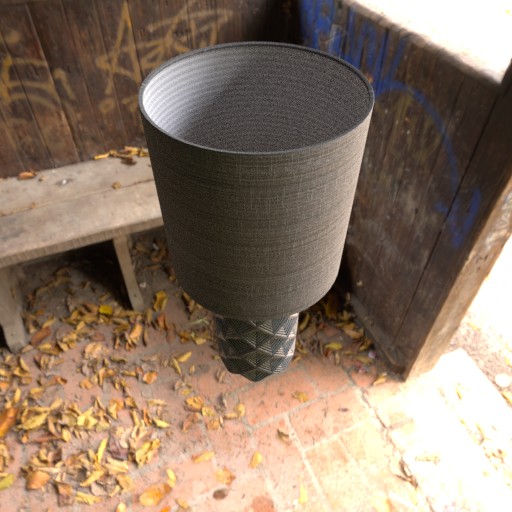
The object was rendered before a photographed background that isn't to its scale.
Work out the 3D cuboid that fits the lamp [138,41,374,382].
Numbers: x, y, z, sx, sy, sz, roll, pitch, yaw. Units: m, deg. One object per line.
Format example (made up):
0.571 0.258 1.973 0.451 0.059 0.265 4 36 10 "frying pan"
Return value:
0.000 0.000 0.717 0.268 0.566 0.269 30 54 25 "lamp"
